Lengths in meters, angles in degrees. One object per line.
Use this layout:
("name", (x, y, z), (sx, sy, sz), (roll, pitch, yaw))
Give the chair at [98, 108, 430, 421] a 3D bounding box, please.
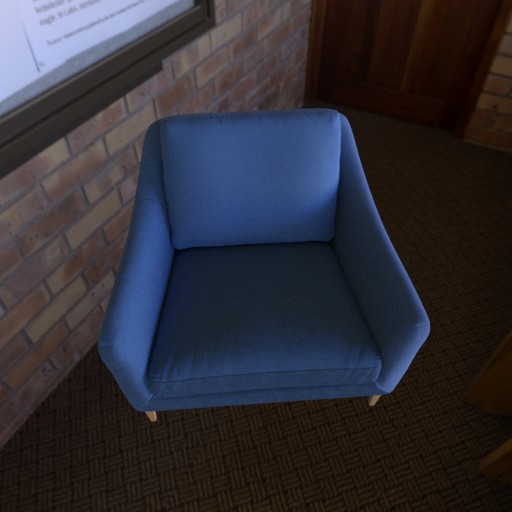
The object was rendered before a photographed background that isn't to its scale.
("chair", (0.000, 0.000, 1.703), (0.987, 0.899, 0.961), (-3, 47, -3))
